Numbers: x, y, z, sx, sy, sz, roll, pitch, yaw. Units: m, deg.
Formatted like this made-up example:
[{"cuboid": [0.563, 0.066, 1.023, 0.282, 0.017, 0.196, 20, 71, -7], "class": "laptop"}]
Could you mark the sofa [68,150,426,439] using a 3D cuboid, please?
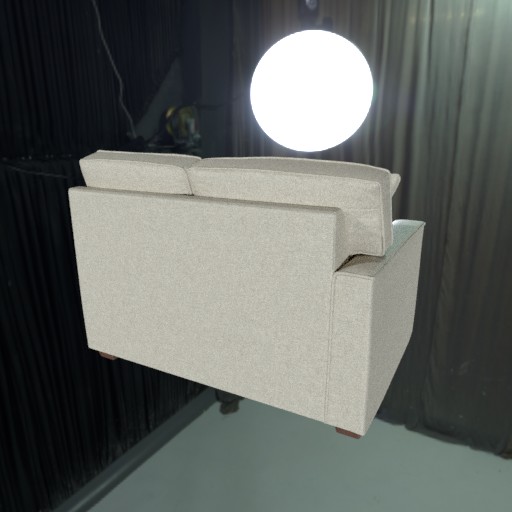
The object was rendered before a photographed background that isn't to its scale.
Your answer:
[{"cuboid": [0.000, 0.000, 2.127, 1.388, 0.989, 0.991, 8, 18, 27], "class": "sofa"}]
